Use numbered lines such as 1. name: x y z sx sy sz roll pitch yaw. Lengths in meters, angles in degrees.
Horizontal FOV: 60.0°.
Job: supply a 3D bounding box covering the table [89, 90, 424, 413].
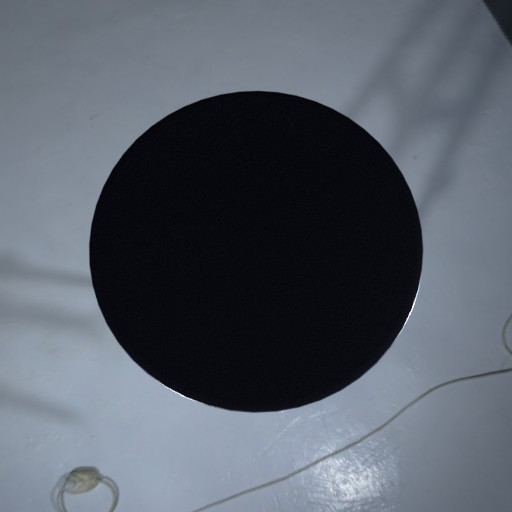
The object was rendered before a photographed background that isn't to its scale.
1. table: 0.000 0.000 1.597 1.029 0.491 1.029 0 76 0
